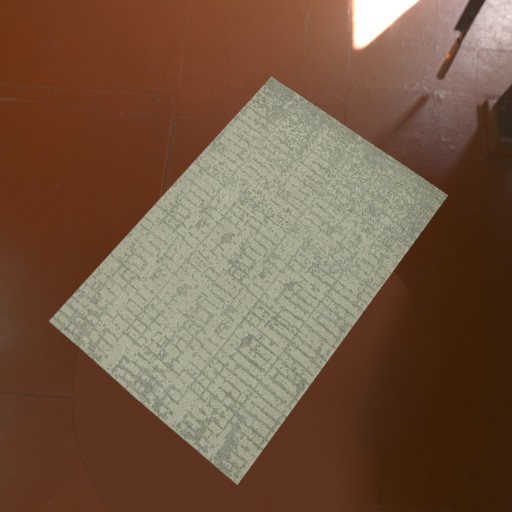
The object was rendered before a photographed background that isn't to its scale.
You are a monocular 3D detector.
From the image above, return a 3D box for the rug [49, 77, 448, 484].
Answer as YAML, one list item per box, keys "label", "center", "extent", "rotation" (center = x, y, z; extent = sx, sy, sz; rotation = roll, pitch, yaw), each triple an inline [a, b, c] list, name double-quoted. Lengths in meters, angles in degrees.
- label: "rug"
  center: [0.000, 0.000, 2.315]
  extent: [1.211, 0.007, 1.827]
  rotation: [37, 78, 9]
